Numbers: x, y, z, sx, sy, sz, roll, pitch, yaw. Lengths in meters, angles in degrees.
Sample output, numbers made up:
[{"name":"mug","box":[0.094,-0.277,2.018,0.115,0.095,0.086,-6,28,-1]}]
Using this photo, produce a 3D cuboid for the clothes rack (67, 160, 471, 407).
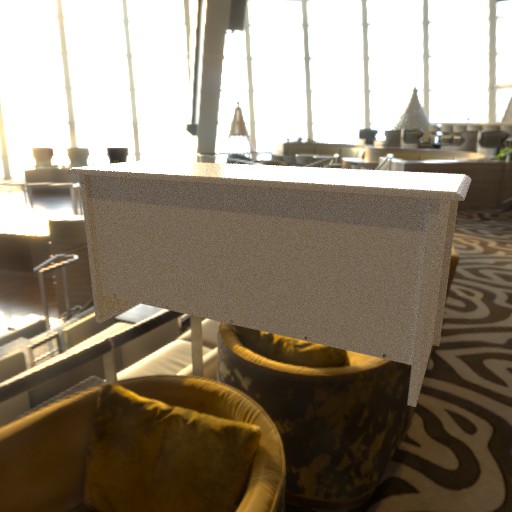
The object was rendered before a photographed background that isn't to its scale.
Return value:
[{"name":"clothes rack","box":[0.000,0.000,1.472,1.218,0.558,0.405,8,18,26]}]
